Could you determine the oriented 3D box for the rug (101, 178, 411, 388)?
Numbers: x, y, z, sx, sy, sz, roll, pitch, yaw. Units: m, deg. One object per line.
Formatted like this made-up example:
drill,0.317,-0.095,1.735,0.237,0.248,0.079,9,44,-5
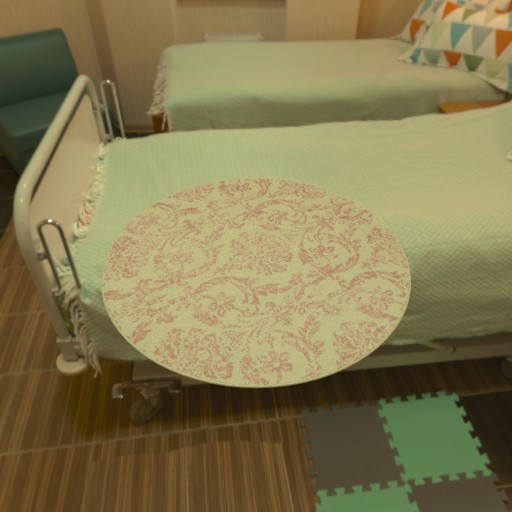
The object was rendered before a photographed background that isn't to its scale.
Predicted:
rug,0.000,0.000,2.354,1.593,0.012,1.593,0,41,0
